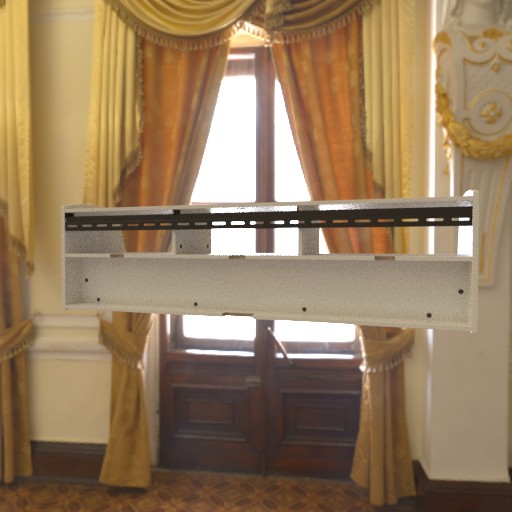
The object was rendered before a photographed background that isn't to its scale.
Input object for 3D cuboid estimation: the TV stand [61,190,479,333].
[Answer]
[{"bbox_3d":[0.000,0.000,1.686,1.473,0.424,0.397,0,1,19],"label":"TV stand"}]
